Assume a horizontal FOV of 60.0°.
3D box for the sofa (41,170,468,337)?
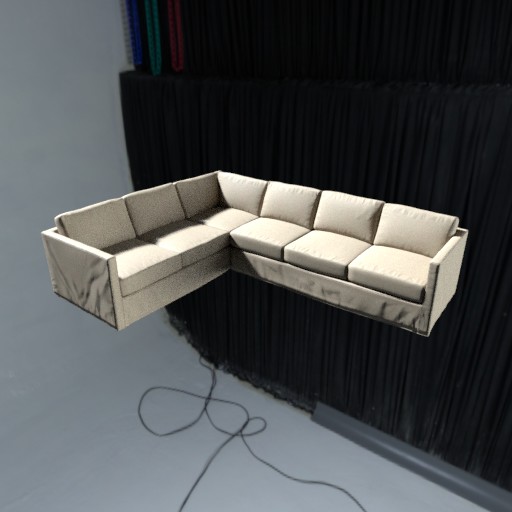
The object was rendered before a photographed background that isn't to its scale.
[{"bbox_3d":[0.000,0.000,4.217,3.182,0.871,2.432,17,29,33],"label":"sofa"}]
